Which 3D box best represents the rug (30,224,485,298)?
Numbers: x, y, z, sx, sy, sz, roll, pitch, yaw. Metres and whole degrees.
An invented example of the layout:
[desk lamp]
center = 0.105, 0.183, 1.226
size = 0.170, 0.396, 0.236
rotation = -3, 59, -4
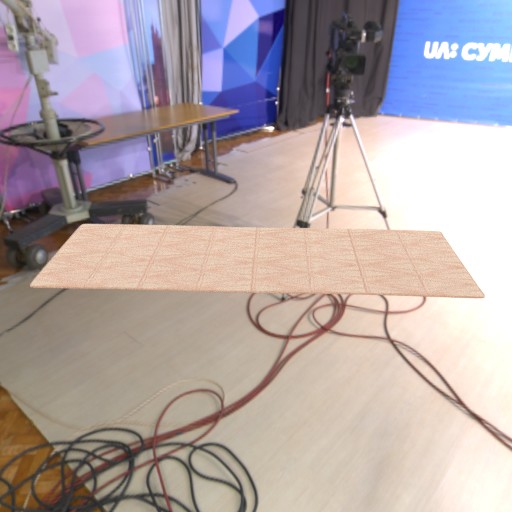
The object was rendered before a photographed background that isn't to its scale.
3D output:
[rug]
center = 0.000, 0.000, 2.677
size = 2.435, 0.015, 0.760
rotation = 1, 30, 2
